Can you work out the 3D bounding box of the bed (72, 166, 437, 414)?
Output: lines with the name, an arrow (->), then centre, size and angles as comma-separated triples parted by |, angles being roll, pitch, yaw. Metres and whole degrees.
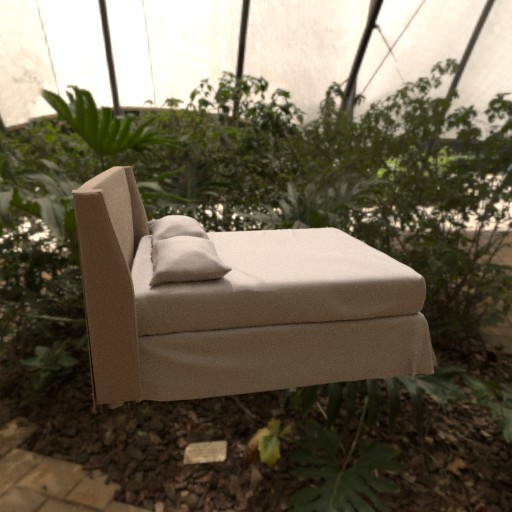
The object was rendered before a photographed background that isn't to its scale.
bed -> 0.000, 0.000, 3.495 | 2.276, 1.332, 1.925 | -3, 15, -10
